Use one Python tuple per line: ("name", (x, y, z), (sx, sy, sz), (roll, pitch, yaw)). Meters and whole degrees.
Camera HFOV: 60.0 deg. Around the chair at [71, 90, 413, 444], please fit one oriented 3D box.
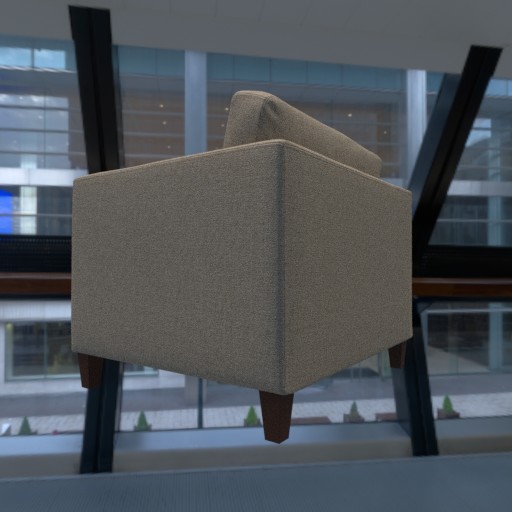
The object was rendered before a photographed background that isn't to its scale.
("chair", (0.000, 0.000, 1.787), (0.959, 0.961, 1.107), (0, -1, 36))
